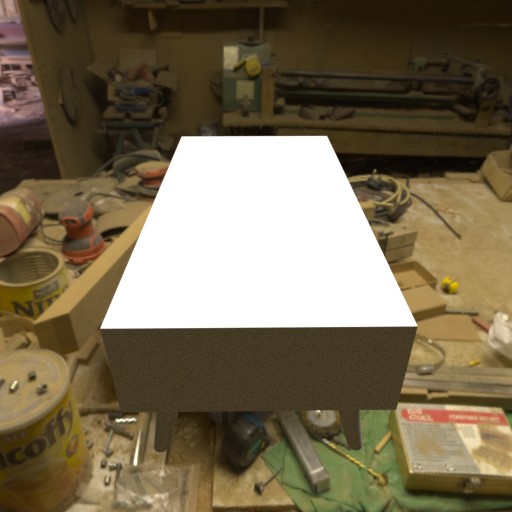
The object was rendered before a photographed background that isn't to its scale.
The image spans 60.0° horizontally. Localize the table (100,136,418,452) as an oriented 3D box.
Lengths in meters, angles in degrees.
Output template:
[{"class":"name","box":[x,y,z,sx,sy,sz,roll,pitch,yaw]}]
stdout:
[{"class":"table","box":[0.000,0.000,1.468,0.609,0.432,1.194,0,32,-1]}]
